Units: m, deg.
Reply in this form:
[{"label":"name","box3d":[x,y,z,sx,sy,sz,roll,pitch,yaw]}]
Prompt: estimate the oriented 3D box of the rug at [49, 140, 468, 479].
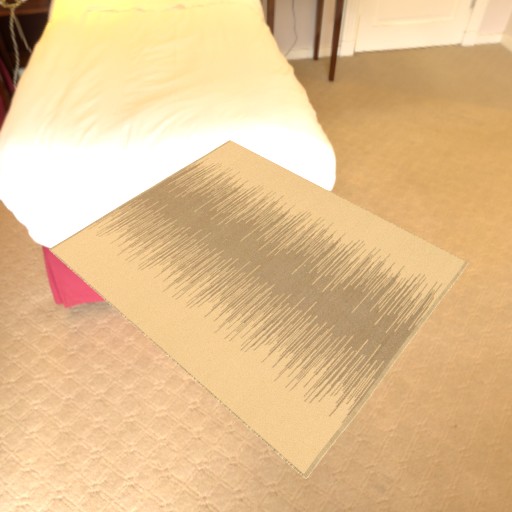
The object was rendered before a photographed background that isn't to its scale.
[{"label":"rug","box3d":[0.000,0.000,4.099,3.037,0.010,2.453,33,55,27]}]
